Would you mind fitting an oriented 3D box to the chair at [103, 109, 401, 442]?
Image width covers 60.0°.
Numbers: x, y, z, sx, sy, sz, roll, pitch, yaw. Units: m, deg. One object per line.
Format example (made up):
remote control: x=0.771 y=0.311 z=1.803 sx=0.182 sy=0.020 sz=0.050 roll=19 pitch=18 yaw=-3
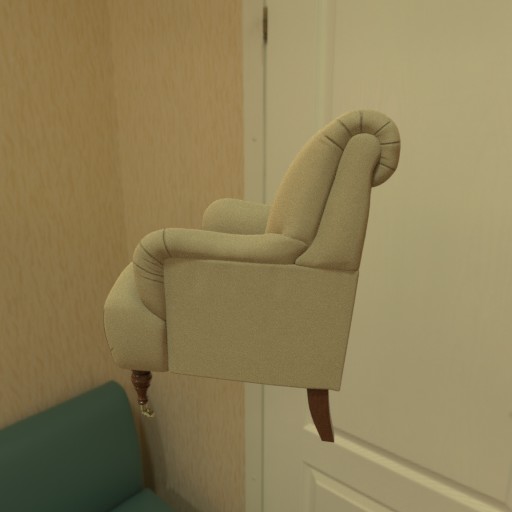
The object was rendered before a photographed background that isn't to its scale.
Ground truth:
chair: x=0.000 y=0.000 z=1.546 sx=0.842 sy=0.942 sz=0.766 roll=3 pitch=15 yaw=10
